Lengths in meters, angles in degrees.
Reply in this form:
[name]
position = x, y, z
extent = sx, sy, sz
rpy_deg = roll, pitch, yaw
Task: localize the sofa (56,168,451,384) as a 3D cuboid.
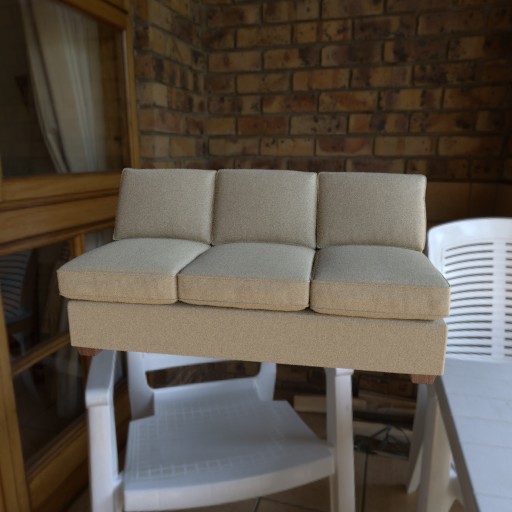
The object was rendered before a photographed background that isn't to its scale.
[sofa]
position = 0.000, 0.000, 2.584
extent = 1.962, 0.973, 1.027
rpy_deg = 2, 13, 10
